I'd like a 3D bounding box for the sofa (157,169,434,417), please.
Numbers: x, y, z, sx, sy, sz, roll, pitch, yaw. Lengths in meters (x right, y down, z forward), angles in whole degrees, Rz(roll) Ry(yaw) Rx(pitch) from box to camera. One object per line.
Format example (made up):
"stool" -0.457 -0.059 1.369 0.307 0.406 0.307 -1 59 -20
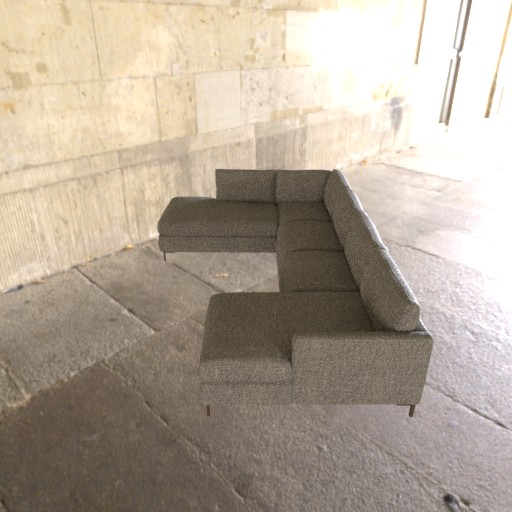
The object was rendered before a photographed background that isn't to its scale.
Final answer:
"sofa" 0.000 0.000 3.581 1.879 0.756 2.737 0 27 0
